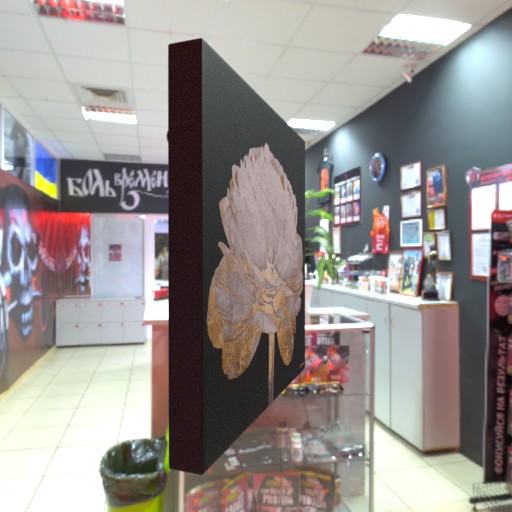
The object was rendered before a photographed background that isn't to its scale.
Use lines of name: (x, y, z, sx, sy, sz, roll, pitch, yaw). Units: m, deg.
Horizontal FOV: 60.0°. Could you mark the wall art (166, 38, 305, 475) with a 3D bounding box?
wall art: (0.000, 0.000, 0.606, 0.041, 0.407, 0.406, 0, 0, 20)
